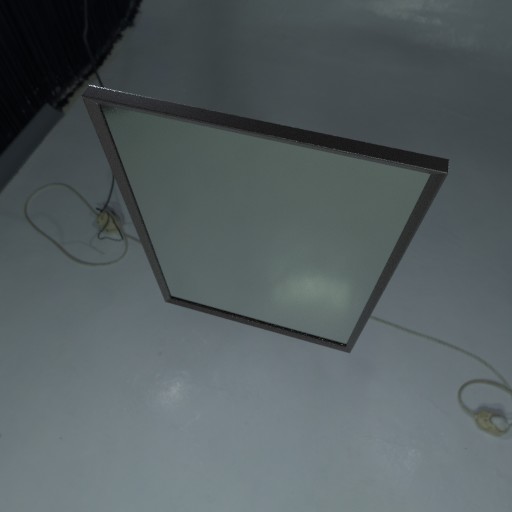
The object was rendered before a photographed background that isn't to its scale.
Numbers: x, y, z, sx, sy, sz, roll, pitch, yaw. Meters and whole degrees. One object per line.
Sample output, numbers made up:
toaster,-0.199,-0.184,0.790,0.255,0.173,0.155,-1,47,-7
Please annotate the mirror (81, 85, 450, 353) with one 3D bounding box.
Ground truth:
mirror,0.000,0.000,1.328,0.762,1.016,0.041,14,60,8
